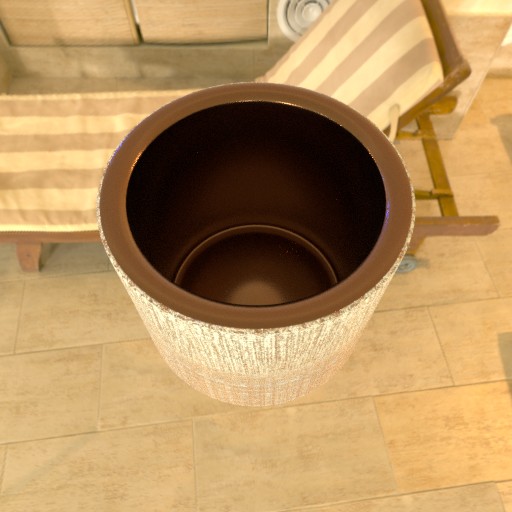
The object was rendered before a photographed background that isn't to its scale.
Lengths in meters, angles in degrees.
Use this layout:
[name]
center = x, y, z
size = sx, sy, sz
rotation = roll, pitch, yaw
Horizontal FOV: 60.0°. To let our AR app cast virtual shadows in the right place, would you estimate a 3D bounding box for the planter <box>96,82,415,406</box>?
[planter]
center = 0.000, 0.000, 0.191
size = 0.109, 0.096, 0.109
rotation = 0, 59, 0
